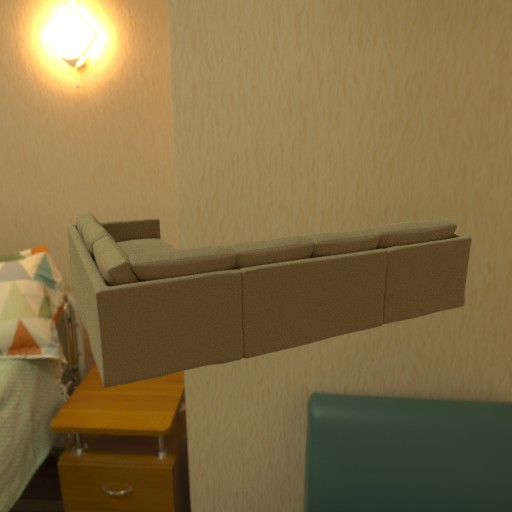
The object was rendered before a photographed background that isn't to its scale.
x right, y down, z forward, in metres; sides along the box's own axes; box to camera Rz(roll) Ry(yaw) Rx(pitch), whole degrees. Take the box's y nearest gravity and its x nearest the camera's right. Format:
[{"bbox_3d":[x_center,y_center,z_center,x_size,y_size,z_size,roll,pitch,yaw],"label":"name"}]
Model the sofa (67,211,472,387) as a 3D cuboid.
[{"bbox_3d":[0.000,0.000,4.635,3.528,0.878,2.476,-7,17,-25],"label":"sofa"}]
